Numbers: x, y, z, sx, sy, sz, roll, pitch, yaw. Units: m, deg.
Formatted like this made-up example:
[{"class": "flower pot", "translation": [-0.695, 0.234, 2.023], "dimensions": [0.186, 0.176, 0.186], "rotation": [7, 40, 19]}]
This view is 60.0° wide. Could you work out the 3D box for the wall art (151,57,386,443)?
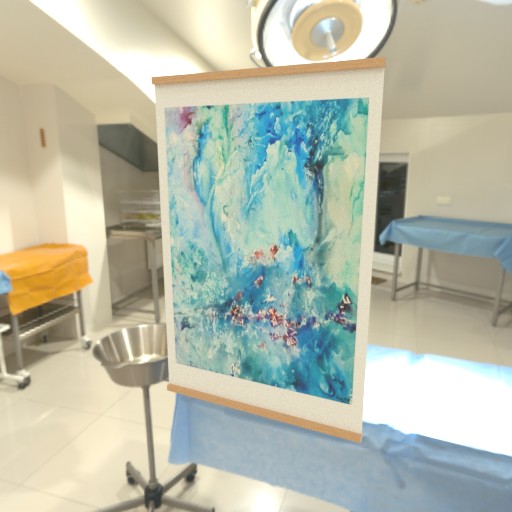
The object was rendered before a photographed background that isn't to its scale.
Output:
[{"class": "wall art", "translation": [0.000, 0.000, 0.647], "dimensions": [0.335, 0.510, 0.013], "rotation": [6, 15, 25]}]
